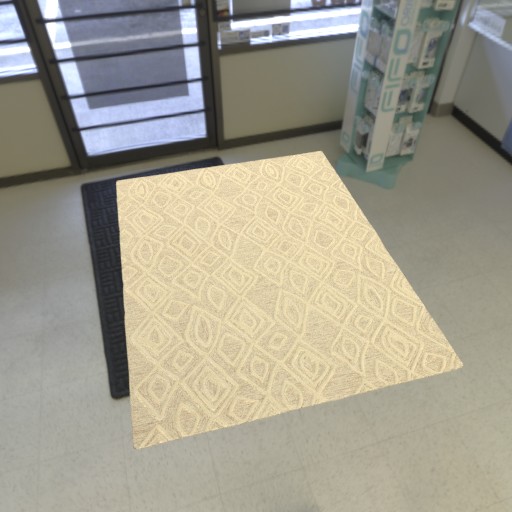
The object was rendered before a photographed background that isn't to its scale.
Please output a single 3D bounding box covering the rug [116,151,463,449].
[{"bbox_3d":[0.000,0.000,4.135,2.449,0.025,3.049,-11,47,-10],"label":"rug"}]
